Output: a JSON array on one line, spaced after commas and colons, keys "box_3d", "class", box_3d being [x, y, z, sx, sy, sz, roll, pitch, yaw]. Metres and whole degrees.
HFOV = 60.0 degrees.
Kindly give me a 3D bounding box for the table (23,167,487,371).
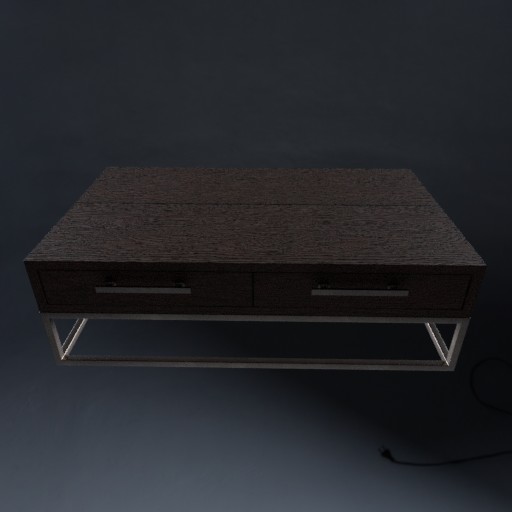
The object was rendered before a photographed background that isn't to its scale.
[{"box_3d": [0.000, 0.000, 1.495, 1.167, 0.361, 0.719, 1, 31, 1], "class": "table"}]
